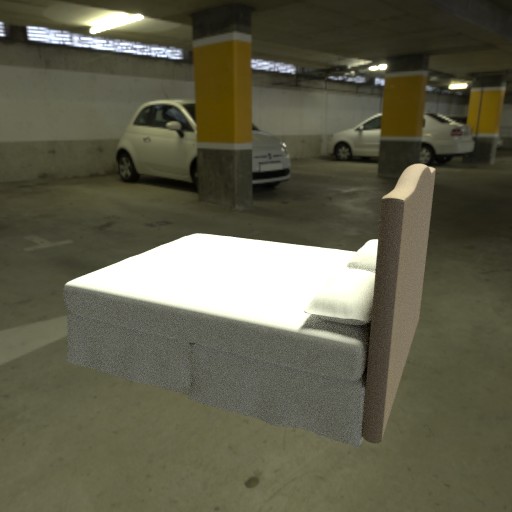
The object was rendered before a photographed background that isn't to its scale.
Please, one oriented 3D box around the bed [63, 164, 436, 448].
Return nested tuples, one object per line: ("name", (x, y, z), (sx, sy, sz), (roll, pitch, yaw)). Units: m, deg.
("bed", (0.000, 0.000, 3.355), (2.282, 1.436, 1.821), (8, 18, 25))
